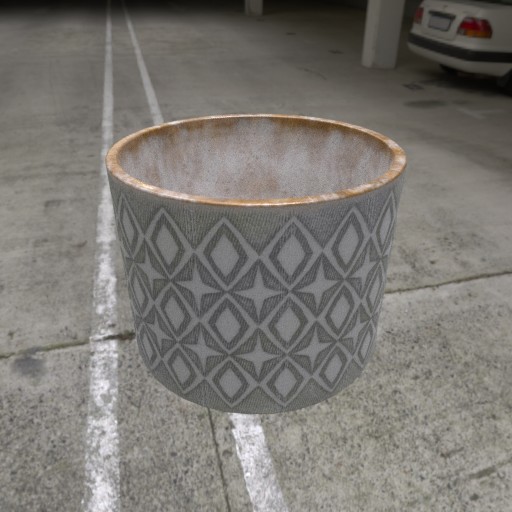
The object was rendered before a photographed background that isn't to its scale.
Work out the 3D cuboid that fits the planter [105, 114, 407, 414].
[{"bbox_3d":[0.000,0.000,0.445,0.255,0.223,0.255,0,30,0],"label":"planter"}]
